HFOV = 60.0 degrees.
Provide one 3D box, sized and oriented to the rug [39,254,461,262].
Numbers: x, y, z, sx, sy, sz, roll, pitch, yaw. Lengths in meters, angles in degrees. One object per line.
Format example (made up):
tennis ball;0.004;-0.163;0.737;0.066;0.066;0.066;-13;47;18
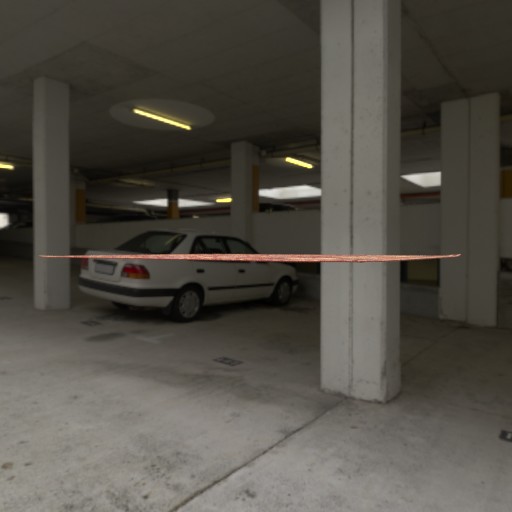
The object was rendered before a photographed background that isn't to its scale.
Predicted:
rug;0.000;0.000;4.136;3.086;0.030;2.489;1;1;35
